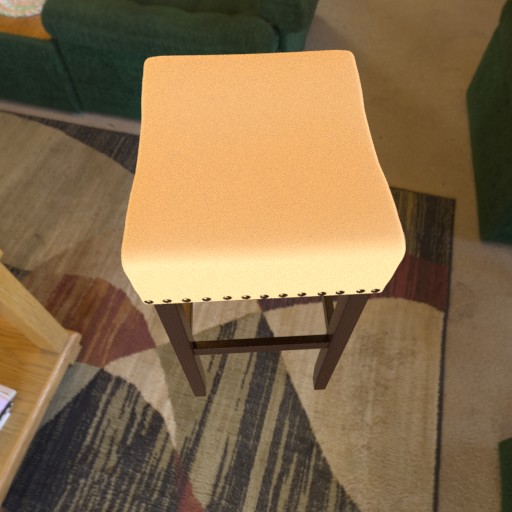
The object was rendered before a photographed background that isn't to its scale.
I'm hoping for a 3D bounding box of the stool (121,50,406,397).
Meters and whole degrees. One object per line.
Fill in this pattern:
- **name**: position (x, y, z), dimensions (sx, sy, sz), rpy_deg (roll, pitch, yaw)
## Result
- **stool**: position (0.000, 0.000, 1.041), dimensions (0.401, 0.762, 0.471), rpy_deg (-3, 58, -2)
